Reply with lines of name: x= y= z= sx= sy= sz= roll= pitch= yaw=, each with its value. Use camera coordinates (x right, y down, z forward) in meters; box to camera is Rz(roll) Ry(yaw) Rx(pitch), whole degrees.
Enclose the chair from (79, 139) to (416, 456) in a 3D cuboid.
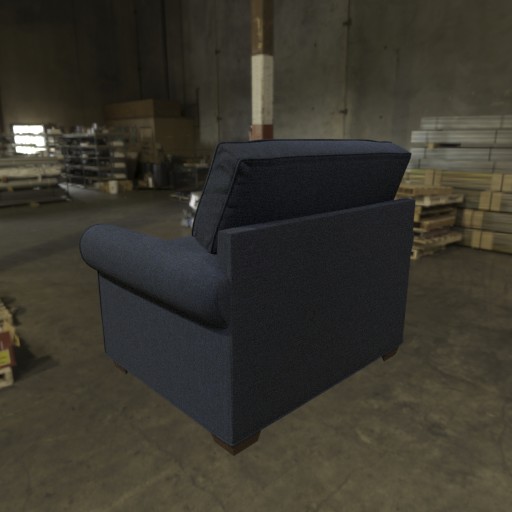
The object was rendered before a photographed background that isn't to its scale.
chair: x=0.000 y=0.000 z=2.047 sx=1.285 sy=1.044 sz=0.963 roll=-14 pitch=20 yaw=-42
